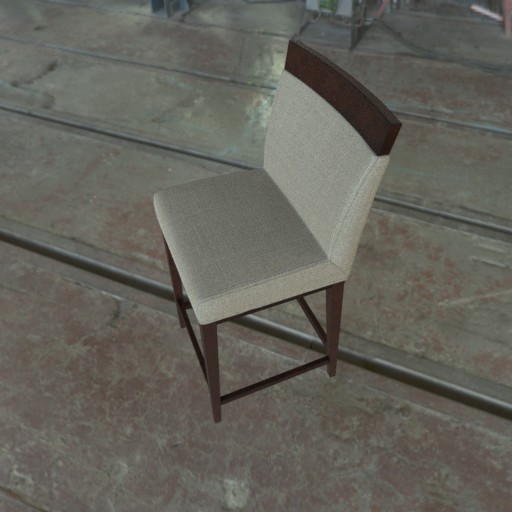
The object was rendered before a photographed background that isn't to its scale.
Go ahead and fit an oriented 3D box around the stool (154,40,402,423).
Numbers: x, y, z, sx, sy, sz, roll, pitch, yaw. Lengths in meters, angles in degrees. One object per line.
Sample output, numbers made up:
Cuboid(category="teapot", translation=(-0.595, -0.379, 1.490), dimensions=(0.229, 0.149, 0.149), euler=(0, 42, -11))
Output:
Cuboid(category="stool", translation=(0.000, 0.000, 1.303), dimensions=(0.480, 1.011, 0.463), euler=(-17, 49, -15))
